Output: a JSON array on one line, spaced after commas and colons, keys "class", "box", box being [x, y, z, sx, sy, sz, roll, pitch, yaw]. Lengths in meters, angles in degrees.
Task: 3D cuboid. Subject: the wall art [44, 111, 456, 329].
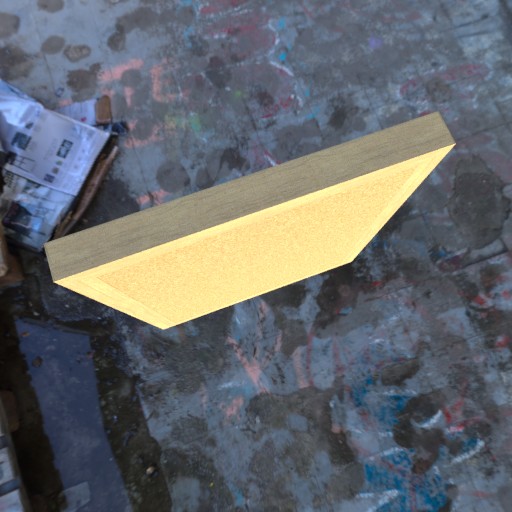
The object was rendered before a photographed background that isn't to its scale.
[{"class": "wall art", "box": [0.000, 0.000, 0.510, 0.312, 0.380, 0.030, -19, 76, -5]}]
